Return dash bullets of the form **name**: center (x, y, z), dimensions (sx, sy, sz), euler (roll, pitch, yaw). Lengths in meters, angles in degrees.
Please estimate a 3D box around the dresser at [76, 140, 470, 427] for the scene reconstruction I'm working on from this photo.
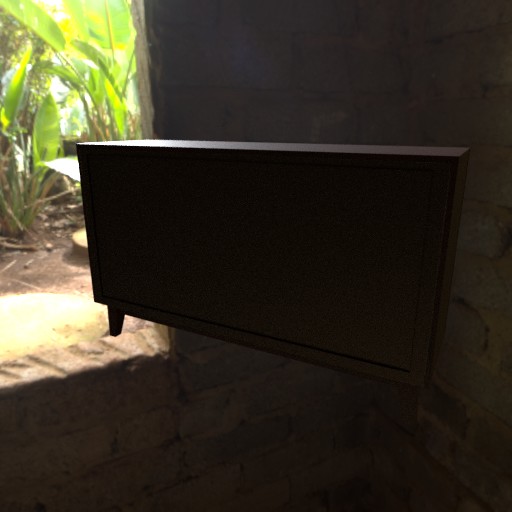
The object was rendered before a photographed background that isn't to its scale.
- **dresser**: center (0.000, 0.000, 2.005), dimensions (1.609, 0.971, 0.499), euler (9, 19, 27)
